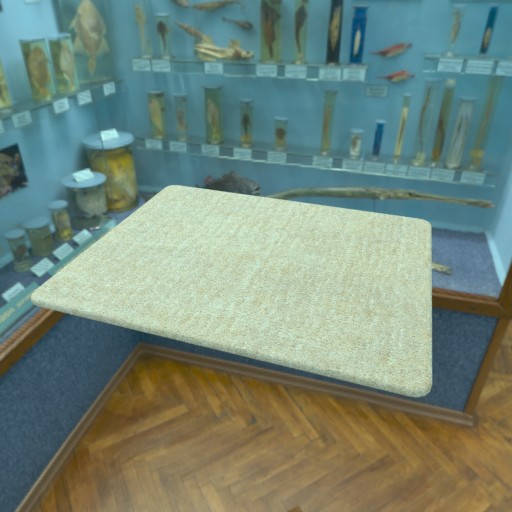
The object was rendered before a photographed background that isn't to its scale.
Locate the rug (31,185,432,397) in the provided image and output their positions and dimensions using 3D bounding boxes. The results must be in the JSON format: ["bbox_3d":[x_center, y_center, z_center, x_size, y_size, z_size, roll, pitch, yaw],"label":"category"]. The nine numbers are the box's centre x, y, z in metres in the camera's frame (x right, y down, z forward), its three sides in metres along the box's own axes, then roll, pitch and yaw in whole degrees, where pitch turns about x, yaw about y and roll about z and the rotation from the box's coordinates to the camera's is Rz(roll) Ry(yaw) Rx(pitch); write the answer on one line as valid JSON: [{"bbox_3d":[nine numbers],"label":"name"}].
[{"bbox_3d":[0.000,0.000,3.364,2.528,0.048,2.009,10,33,16],"label":"rug"}]
